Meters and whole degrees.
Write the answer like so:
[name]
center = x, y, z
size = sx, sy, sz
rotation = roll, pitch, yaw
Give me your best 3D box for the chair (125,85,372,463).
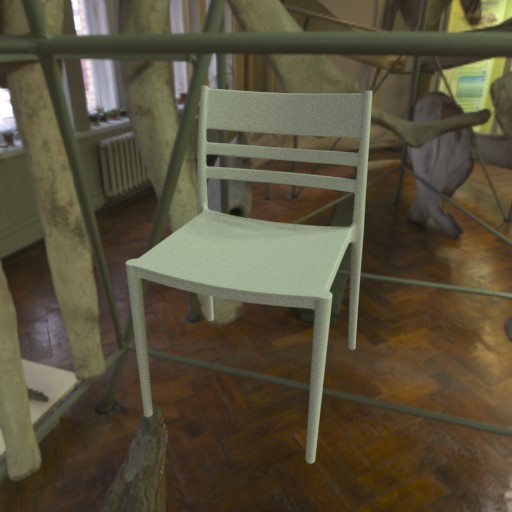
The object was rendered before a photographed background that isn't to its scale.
[chair]
center = 0.000, 0.000, 1.168
size = 0.531, 0.800, 0.511
rotation = 8, 27, 17
